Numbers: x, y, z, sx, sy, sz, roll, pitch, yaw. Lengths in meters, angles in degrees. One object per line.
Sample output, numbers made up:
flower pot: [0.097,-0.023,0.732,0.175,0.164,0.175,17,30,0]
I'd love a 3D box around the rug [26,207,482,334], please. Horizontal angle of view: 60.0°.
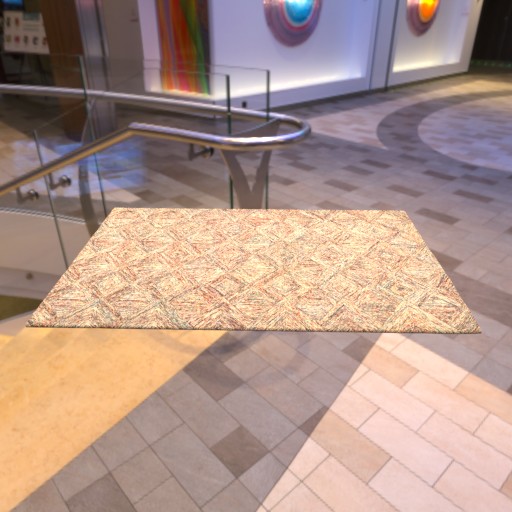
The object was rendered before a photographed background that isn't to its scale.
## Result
rug: [0.000,0.000,2.186,1.761,0.014,1.143,1,30,1]
